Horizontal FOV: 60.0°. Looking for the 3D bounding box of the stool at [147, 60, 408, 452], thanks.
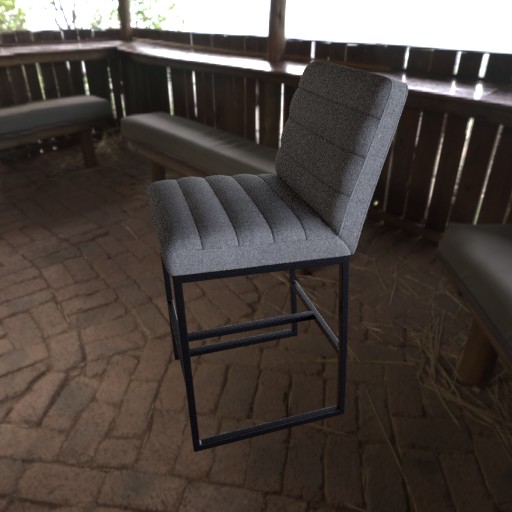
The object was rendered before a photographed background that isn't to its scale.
[{"bbox_3d":[0.000,0.000,1.325,0.571,1.034,0.459,-8,30,-15],"label":"stool"}]
